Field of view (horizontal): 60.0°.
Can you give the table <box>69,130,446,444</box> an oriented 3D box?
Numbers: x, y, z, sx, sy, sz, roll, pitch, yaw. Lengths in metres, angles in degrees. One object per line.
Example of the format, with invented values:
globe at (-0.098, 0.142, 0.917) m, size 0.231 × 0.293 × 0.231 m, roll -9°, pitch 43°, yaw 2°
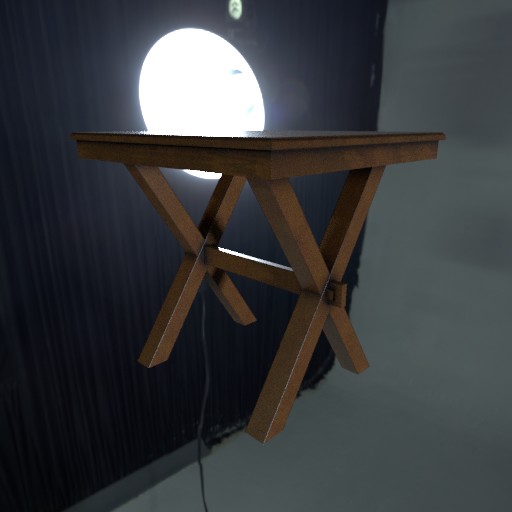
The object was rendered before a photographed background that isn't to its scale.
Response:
table at (0.000, 0.000, 1.046) m, size 0.602 × 0.562 × 0.560 m, roll 15°, pitch 23°, yaw 42°
